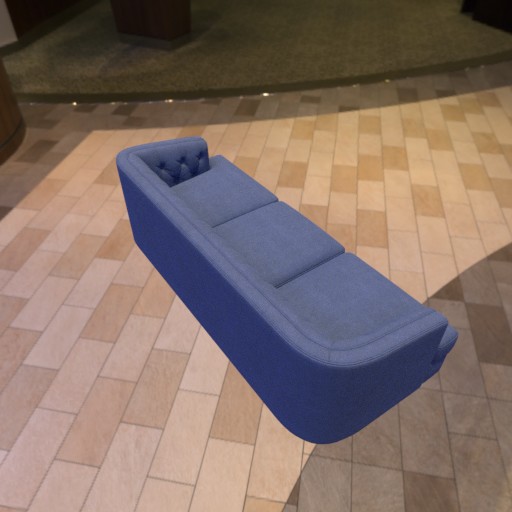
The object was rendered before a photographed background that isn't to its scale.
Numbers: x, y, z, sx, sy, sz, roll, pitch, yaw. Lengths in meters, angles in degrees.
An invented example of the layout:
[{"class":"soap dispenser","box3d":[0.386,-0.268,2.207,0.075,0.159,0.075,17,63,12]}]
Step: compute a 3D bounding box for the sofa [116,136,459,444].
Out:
[{"class":"sofa","box3d":[0.000,0.000,2.708,0.914,0.787,2.235,-26,48,-26]}]
